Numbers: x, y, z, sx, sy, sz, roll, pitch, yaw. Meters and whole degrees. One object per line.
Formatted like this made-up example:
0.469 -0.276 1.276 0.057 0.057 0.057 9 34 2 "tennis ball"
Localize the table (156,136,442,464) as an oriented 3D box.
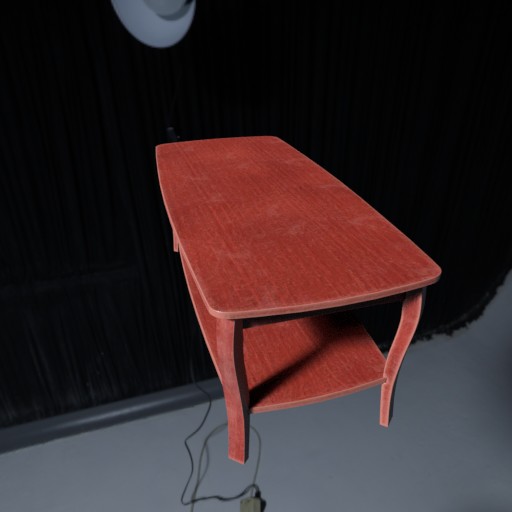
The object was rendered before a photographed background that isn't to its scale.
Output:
0.000 0.000 1.483 0.561 0.473 1.216 -8 31 -14 "table"
